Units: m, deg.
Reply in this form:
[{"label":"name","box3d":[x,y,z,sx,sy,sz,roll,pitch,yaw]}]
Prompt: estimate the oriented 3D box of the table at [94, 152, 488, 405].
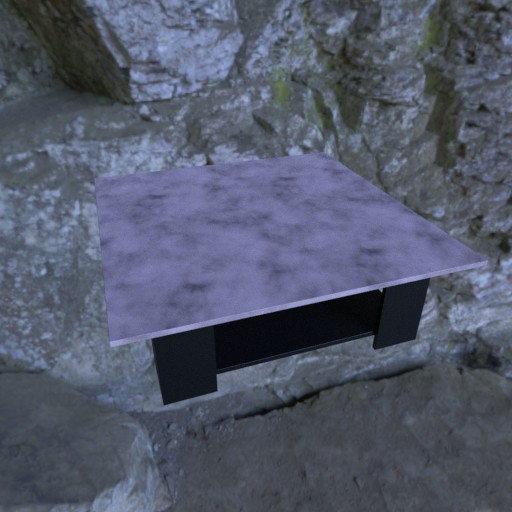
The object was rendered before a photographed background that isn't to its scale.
[{"label":"table","box3d":[0.000,0.000,1.393,0.890,0.305,0.890,-10,32,-16]}]
